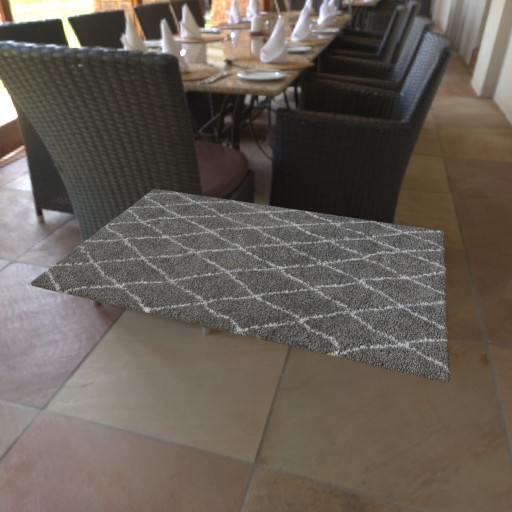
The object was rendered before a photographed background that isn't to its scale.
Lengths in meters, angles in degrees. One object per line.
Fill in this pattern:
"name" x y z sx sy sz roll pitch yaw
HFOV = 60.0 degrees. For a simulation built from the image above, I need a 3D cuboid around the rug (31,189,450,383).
"rug" 0.000 0.000 3.016 2.438 0.030 1.524 10 34 16
